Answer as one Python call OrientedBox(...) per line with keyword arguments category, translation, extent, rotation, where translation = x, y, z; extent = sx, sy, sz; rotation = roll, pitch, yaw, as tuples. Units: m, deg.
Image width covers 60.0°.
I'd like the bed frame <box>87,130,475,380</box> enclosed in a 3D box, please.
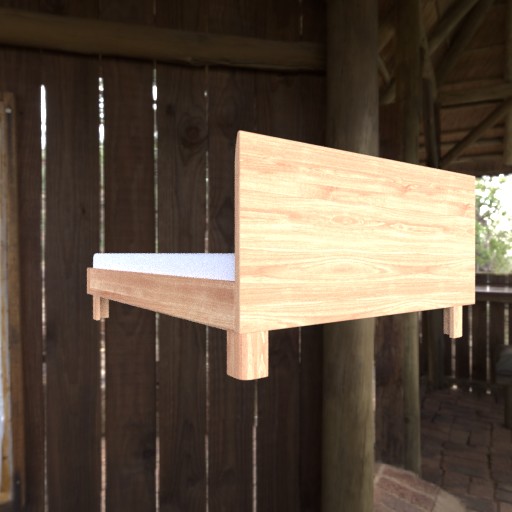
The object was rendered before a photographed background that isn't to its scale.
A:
OrientedBox(category="bed frame", translation=(0.000, 0.000, 2.961), extent=(1.660, 0.940, 2.092), rotation=(0, 0, -36))
